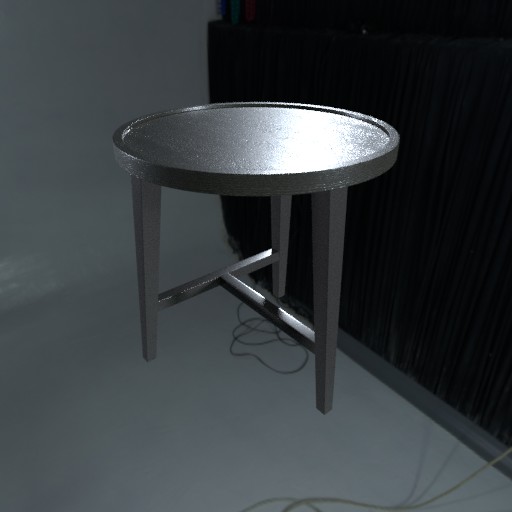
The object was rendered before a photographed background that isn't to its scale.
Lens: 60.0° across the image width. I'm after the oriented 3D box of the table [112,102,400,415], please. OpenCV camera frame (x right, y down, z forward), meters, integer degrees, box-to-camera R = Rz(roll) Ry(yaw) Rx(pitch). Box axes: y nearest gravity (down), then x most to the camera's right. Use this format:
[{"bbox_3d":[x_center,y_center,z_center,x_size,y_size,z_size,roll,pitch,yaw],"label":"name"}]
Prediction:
[{"bbox_3d":[0.000,0.000,0.931,0.500,0.531,0.500,0,29,0],"label":"table"}]
